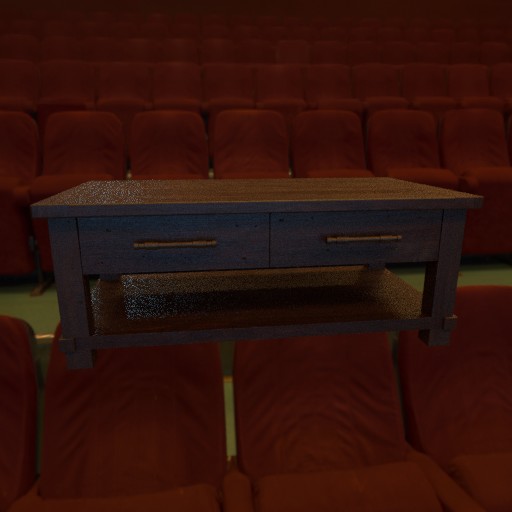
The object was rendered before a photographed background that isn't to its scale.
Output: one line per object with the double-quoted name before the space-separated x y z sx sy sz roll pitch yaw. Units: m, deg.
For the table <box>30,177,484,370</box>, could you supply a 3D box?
"table" 0.000 0.000 1.608 1.270 0.494 0.700 -2 15 -7
